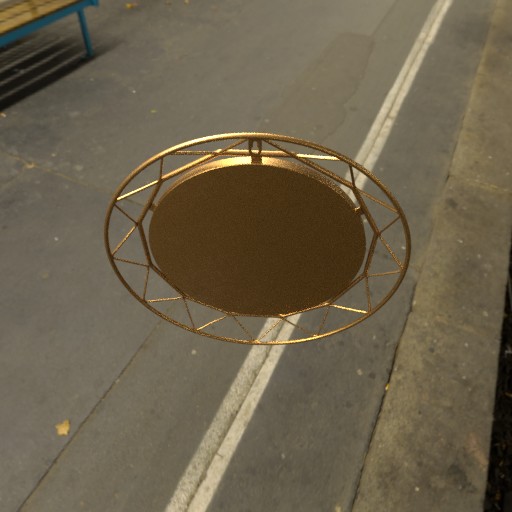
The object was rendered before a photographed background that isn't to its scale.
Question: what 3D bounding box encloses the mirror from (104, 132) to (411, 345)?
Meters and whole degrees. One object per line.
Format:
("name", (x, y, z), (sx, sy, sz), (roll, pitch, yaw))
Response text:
("mirror", (0.000, 0.000, 0.687), (0.454, 0.454, 0.043), (3, 47, 2))
